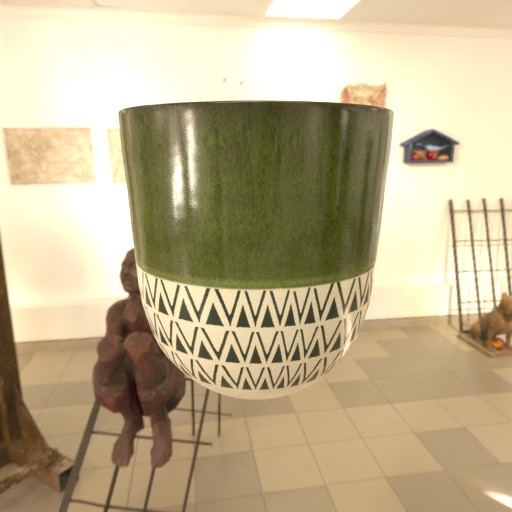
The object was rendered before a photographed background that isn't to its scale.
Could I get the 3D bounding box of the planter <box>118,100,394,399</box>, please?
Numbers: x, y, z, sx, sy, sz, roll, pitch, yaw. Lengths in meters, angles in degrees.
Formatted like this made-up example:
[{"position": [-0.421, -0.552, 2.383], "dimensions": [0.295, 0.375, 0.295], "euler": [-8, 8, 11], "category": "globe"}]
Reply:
[{"position": [0.000, 0.000, 0.442], "dimensions": [0.245, 0.270, 0.245], "euler": [0, 14, 0], "category": "planter"}]
